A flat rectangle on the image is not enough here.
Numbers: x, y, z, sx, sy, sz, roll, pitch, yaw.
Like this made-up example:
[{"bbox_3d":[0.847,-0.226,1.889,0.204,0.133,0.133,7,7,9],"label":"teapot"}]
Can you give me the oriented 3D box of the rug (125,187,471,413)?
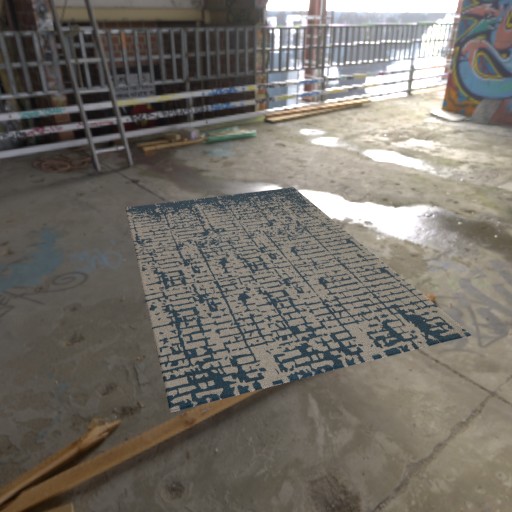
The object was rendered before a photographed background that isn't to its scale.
[{"bbox_3d":[0.000,0.000,2.379,1.220,0.007,1.828,-9,30,-17],"label":"rug"}]
